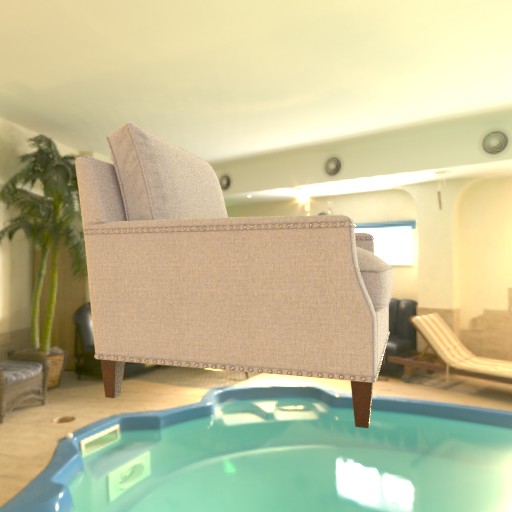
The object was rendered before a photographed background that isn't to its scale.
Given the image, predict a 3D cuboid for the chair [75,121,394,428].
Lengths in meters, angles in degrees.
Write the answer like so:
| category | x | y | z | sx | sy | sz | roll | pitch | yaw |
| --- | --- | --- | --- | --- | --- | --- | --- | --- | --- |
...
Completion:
| category | x | y | z | sx | sy | sz | roll | pitch | yaw |
| --- | --- | --- | --- | --- | --- | --- | --- | --- | --- |
| chair | 0.000 | 0.000 | 1.725 | 1.014 | 0.943 | 0.853 | 0 | -1 | 19 |
